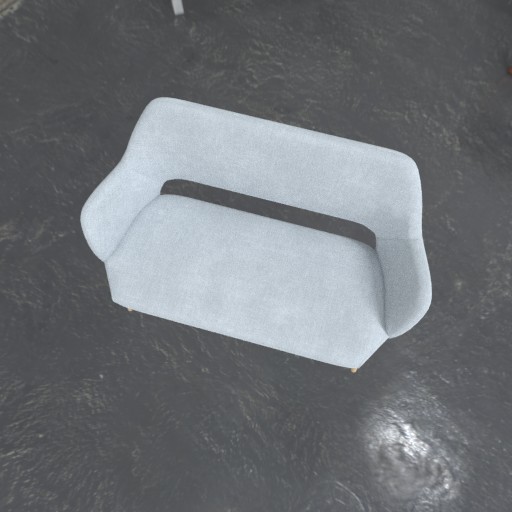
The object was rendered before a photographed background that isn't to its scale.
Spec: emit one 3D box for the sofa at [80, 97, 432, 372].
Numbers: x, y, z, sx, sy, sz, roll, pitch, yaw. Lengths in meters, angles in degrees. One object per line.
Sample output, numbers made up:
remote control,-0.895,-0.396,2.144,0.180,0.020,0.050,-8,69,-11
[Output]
sofa,0.000,0.000,1.624,1.150,0.840,0.610,15,75,4
